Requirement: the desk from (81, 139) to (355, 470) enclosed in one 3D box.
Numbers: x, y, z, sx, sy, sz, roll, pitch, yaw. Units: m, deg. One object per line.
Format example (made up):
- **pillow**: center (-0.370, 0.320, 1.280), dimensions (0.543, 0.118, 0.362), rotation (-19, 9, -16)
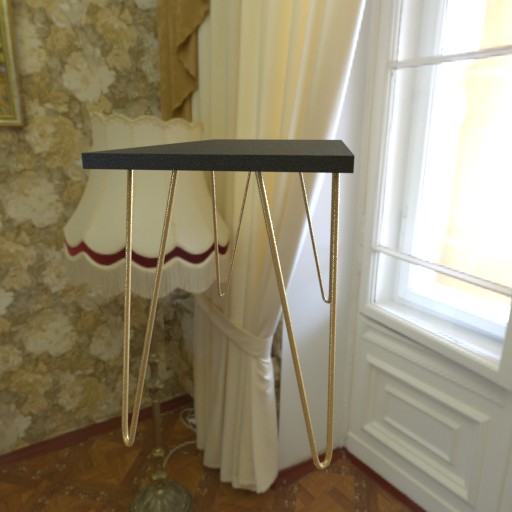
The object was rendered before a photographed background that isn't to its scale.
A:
- **desk**: center (0.000, 0.000, 1.349), dimensions (0.499, 0.660, 0.991), rotation (3, 16, 9)
